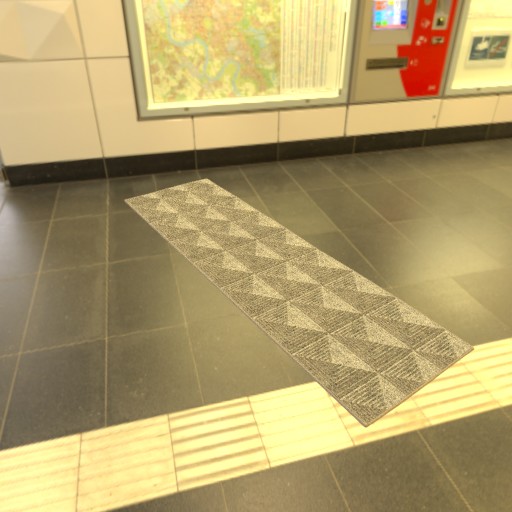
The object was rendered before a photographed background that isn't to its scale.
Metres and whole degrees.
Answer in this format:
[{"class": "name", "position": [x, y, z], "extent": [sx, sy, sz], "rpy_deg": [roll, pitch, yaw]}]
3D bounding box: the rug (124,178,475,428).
[{"class": "rug", "position": [0.000, 0.000, 2.380], "extent": [0.645, 0.015, 2.182], "rpy_deg": [-21, 38, -29]}]
